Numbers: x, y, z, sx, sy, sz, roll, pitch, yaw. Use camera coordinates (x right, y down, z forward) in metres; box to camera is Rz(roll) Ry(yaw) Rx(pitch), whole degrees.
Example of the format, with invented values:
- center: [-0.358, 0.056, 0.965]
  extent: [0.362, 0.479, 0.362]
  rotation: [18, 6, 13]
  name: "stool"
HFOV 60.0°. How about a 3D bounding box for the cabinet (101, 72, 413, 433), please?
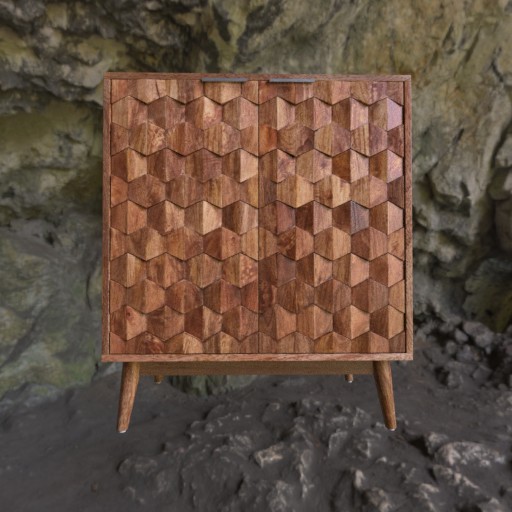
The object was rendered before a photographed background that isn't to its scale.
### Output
- center: [0.000, 0.000, 1.152]
  extent: [0.647, 0.758, 0.473]
  rotation: [0, -1, -1]
  name: "cabinet"
